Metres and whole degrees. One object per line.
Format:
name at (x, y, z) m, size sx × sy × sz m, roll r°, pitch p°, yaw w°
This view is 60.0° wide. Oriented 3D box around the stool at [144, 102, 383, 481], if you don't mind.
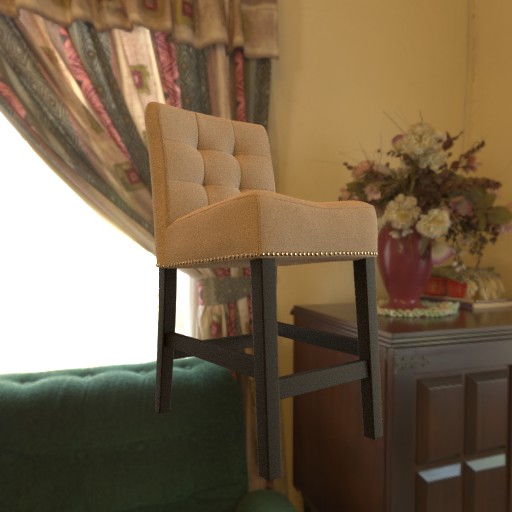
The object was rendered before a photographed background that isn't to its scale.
stool at (0.000, 0.000, 1.202) m, size 0.427 × 0.885 × 0.571 m, roll 0°, pitch 0°, yaw -37°
